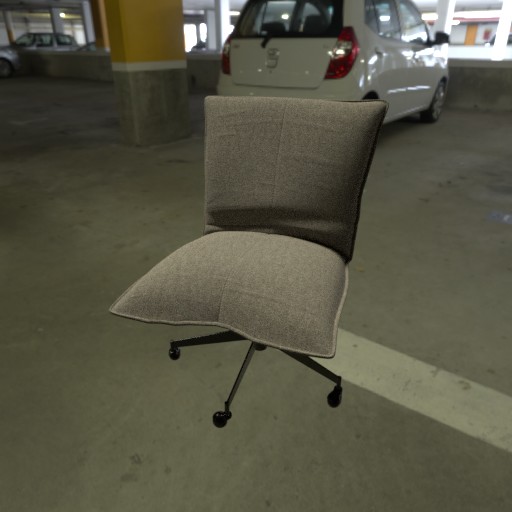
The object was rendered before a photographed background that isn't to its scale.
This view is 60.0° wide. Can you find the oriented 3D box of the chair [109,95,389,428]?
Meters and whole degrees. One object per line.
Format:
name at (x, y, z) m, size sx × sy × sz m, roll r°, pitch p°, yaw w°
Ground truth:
chair at (0.000, 0.000, 1.286) m, size 0.597 × 0.811 × 0.696 m, roll 9°, pitch 27°, yaw 18°
